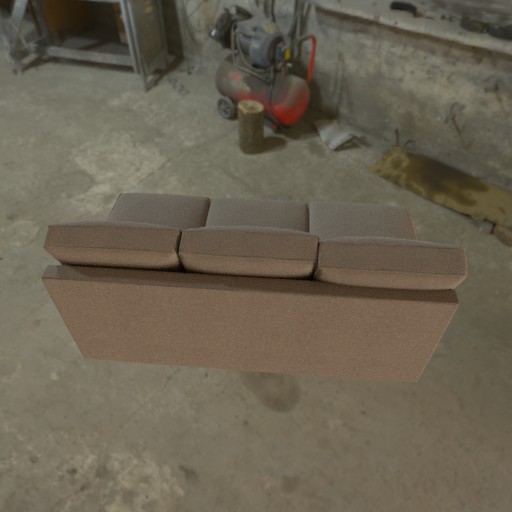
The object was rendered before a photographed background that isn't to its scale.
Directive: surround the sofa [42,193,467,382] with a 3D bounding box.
[{"bbox_3d":[0.000,0.000,2.778,2.092,1.036,1.127,3,46,3],"label":"sofa"}]
